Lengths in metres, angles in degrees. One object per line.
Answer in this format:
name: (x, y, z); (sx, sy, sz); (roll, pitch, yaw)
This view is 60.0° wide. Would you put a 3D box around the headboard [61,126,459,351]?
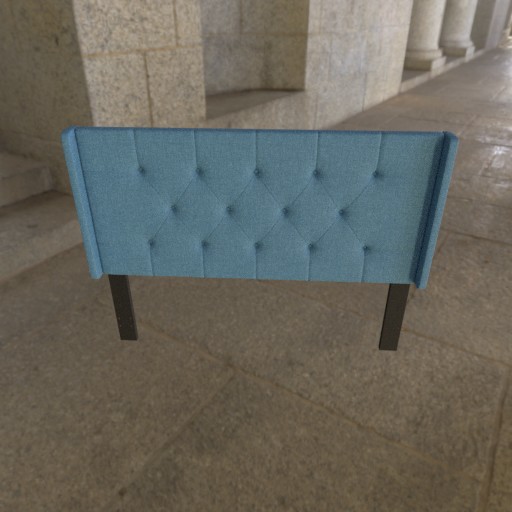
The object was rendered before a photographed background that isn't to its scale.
headboard: (0.000, 0.000, 2.718); (2.051, 1.524, 0.184); (2, 30, 3)
